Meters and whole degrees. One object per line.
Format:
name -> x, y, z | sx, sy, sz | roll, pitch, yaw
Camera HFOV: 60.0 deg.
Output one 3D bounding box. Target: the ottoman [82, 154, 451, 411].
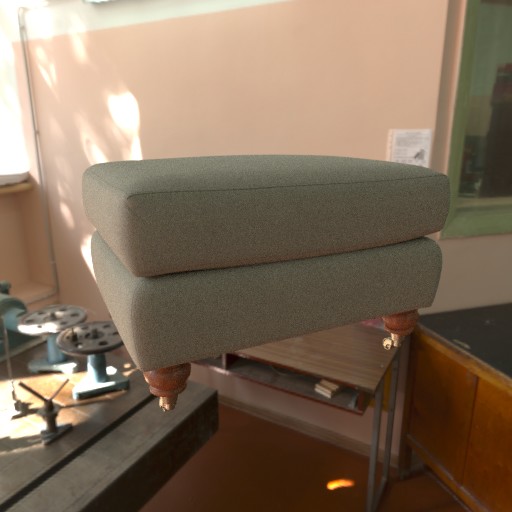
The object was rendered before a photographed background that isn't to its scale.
ottoman -> 0.000, 0.000, 1.142 | 0.773, 0.504, 0.569 | -8, 17, -26
